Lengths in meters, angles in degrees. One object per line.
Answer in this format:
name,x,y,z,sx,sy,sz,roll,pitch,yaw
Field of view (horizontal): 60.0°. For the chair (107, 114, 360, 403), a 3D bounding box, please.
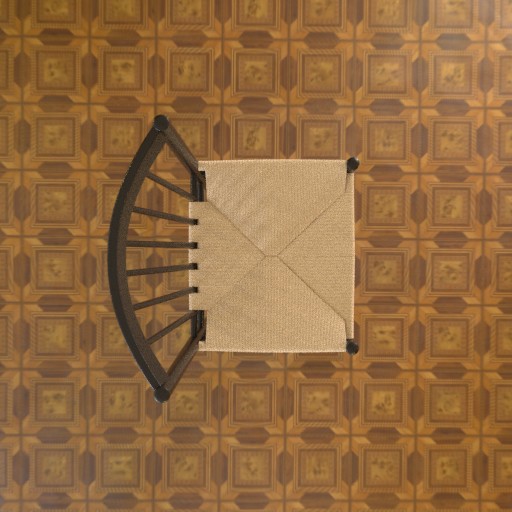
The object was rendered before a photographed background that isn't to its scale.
chair,0.000,0.000,1.152,0.516,0.818,0.495,0,91,0
